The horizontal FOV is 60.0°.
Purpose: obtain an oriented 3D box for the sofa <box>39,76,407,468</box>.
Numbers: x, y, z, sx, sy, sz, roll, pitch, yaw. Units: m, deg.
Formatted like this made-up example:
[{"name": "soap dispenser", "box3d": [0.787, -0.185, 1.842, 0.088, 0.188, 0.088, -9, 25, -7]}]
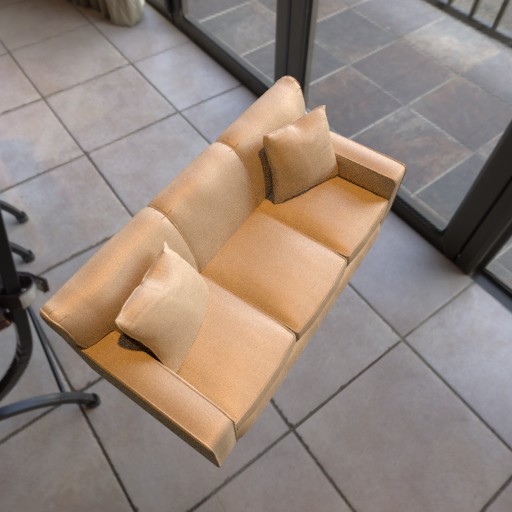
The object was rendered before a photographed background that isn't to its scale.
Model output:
[{"name": "sofa", "box3d": [0.000, 0.000, 2.594, 0.997, 0.958, 2.024, 30, 62, 18]}]
